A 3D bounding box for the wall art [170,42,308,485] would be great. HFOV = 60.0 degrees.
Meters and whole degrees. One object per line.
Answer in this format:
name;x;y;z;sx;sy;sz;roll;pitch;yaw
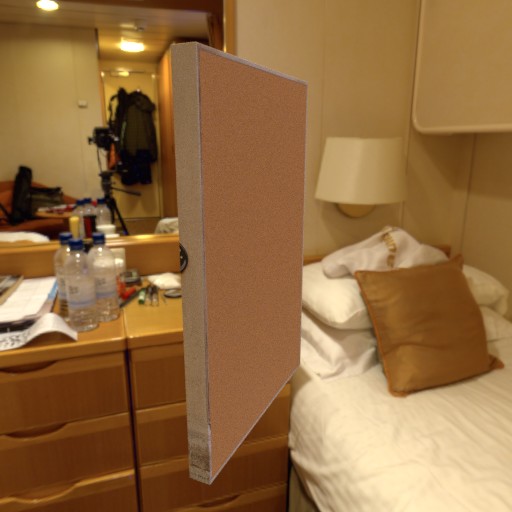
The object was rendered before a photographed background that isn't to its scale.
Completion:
wall art;0.000;0.000;0.769;0.036;0.607;0.403;7;16;24
